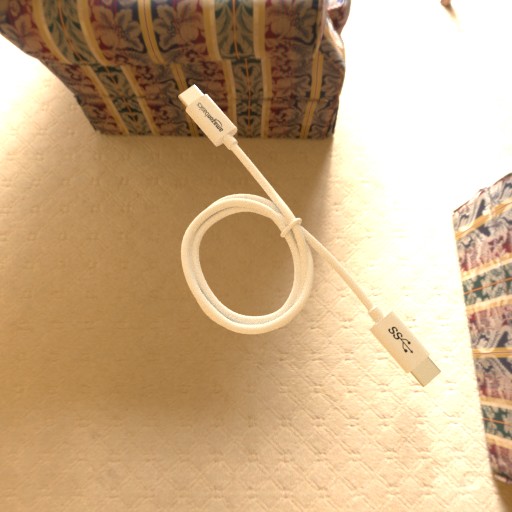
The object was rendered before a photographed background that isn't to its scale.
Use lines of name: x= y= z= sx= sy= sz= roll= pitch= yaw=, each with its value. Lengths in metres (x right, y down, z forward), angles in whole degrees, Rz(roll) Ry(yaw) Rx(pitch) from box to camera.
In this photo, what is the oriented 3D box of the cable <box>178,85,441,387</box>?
cable: x=0.000 y=0.000 z=0.208 sx=0.070 sy=0.014 sz=0.186 roll=-38 pitch=79 yaw=-9
